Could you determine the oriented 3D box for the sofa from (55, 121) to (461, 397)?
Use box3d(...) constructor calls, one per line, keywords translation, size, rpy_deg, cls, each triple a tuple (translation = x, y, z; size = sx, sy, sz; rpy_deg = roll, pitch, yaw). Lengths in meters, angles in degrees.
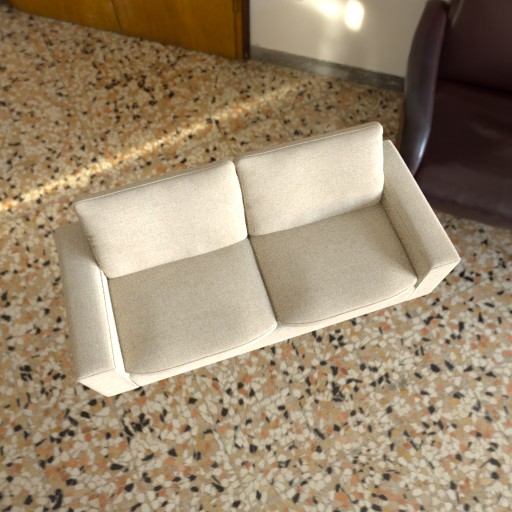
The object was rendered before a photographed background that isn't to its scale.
box3d(translation=(0.000, 0.000, 2.774), size=(2.299, 0.922, 1.040), rpy_deg=(-16, 65, -8), cls="sofa")
